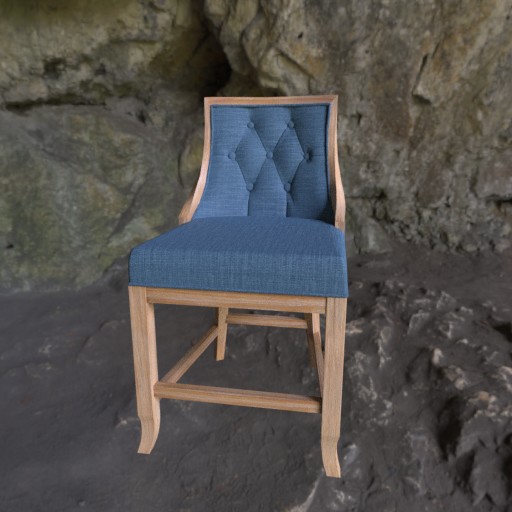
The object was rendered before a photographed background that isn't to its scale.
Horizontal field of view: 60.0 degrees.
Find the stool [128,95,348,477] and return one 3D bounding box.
[{"bbox_3d":[0.000,0.000,1.302,0.524,0.938,0.626,2,14,10],"label":"stool"}]
